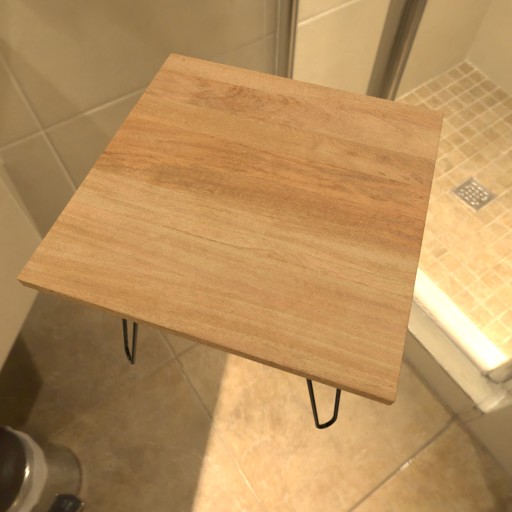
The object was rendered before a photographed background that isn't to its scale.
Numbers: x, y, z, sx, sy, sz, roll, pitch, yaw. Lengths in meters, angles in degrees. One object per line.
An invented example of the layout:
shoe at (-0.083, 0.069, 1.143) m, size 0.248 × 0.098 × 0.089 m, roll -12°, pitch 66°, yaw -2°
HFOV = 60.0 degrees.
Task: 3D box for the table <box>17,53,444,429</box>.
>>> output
table at (0.000, 0.000, 1.010) m, size 0.599 × 0.500 × 0.599 m, roll 16°, pitch 61°, yaw 9°
